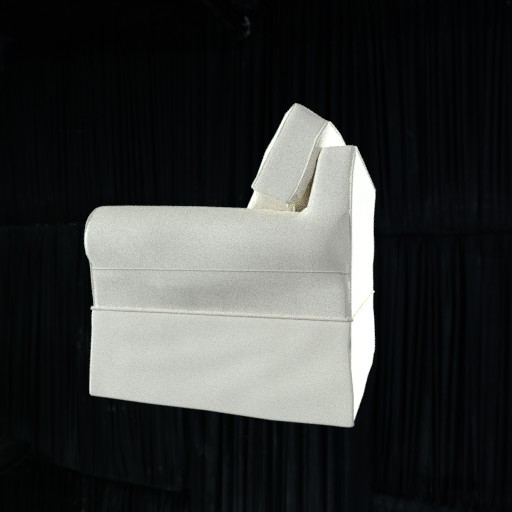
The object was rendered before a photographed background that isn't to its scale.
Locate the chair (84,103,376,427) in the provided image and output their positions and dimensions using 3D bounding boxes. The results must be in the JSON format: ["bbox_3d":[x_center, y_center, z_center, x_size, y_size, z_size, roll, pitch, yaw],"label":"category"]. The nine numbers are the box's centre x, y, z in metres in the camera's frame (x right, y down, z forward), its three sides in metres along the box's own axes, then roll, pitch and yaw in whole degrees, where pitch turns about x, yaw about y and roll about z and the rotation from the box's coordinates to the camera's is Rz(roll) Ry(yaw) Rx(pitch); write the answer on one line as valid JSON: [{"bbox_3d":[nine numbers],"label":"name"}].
[{"bbox_3d":[0.000,0.000,1.828,0.904,0.958,1.099,0,0,18],"label":"chair"}]
